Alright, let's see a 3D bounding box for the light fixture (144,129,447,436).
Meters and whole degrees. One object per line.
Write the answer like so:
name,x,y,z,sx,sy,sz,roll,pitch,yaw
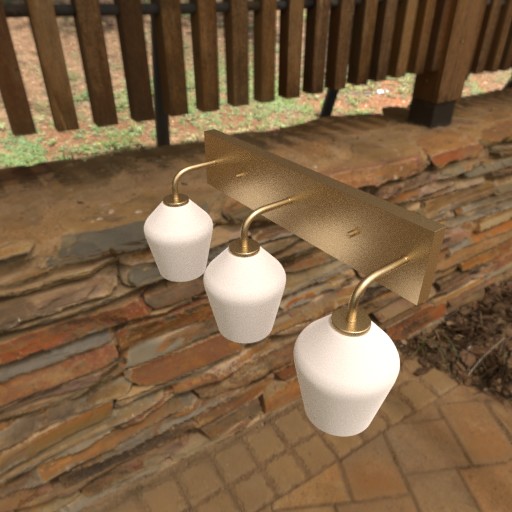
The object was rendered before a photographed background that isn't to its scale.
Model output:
light fixture,0.000,0.000,0.755,0.190,0.280,0.609,-22,38,-31
